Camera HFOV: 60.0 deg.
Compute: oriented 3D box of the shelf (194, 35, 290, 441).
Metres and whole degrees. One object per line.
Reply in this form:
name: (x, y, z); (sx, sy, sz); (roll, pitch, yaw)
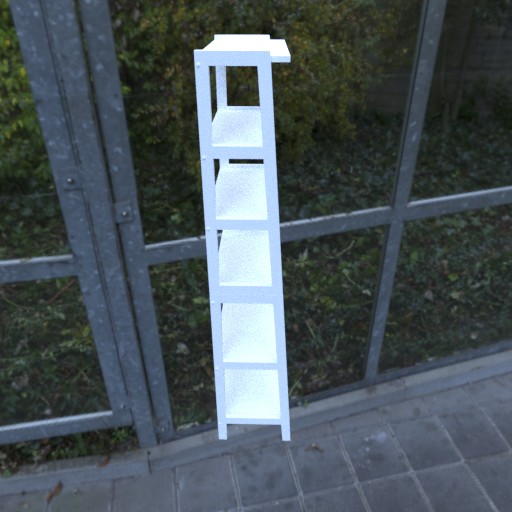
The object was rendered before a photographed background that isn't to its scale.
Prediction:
shelf: (0.000, 0.000, 2.165); (0.381, 1.892, 0.660); (1, 30, 1)
